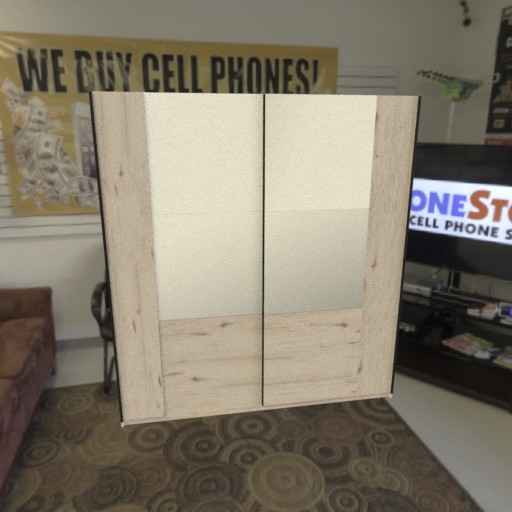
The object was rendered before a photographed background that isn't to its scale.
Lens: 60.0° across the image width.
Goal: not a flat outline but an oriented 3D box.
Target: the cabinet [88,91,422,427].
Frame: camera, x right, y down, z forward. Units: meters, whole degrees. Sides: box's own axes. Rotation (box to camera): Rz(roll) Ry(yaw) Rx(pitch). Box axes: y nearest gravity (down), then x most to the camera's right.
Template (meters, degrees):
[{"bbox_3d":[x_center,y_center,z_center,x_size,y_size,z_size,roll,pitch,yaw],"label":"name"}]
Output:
[{"bbox_3d":[0.000,0.000,3.231,2.000,2.180,0.660,-3,16,-10],"label":"cabinet"}]
